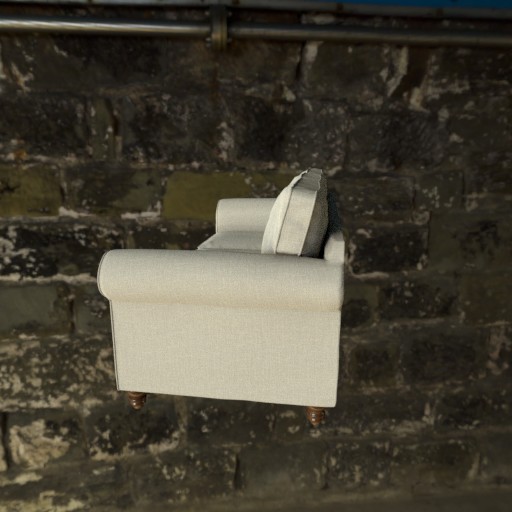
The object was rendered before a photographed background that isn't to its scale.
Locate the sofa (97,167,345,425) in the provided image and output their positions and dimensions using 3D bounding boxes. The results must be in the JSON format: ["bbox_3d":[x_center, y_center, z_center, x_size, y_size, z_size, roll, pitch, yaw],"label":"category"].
[{"bbox_3d":[0.000,0.000,2.583,0.916,0.961,2.084,2,13,8],"label":"sofa"}]
